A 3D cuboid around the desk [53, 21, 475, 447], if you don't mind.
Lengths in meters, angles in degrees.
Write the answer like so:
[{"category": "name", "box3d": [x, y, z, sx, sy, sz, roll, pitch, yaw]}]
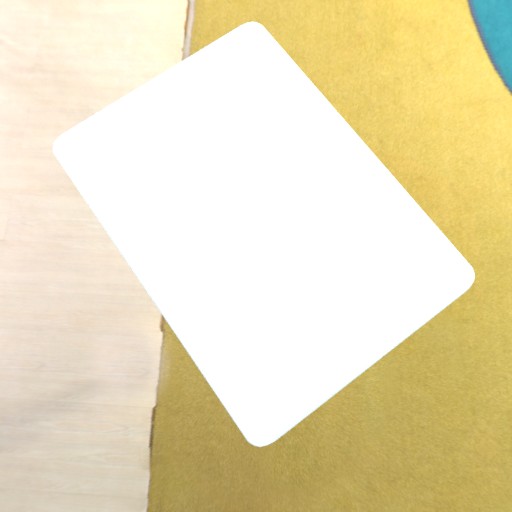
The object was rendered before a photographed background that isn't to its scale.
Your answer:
[{"category": "desk", "box3d": [0.000, 0.000, 1.296, 0.549, 0.800, 0.762, -35, 78, -8]}]
